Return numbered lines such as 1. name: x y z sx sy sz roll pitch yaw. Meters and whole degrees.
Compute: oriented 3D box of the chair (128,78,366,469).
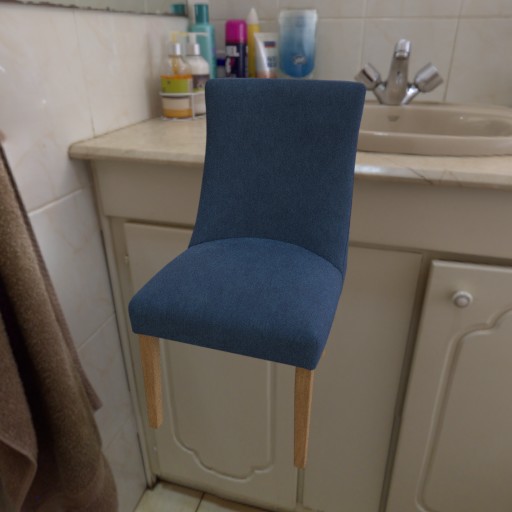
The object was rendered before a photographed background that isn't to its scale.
1. chair: 0.000 0.000 1.259 0.495 0.902 0.609 8 27 16
